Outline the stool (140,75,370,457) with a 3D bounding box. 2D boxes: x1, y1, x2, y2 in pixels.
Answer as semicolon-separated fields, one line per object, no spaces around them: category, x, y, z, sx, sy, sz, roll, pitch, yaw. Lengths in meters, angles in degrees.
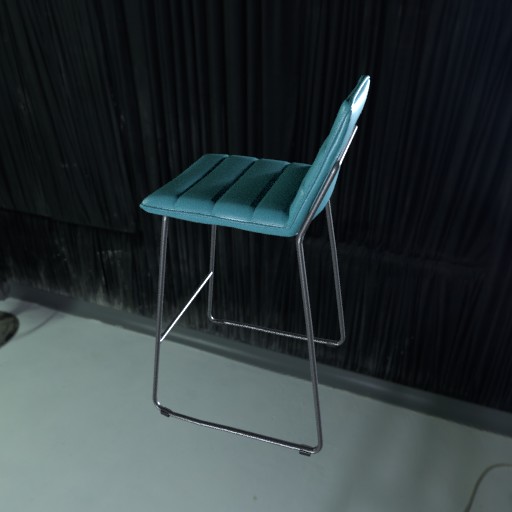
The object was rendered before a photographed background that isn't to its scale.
stool;0.000;0.000;1.253;0.524;0.936;0.489;9;31;15
